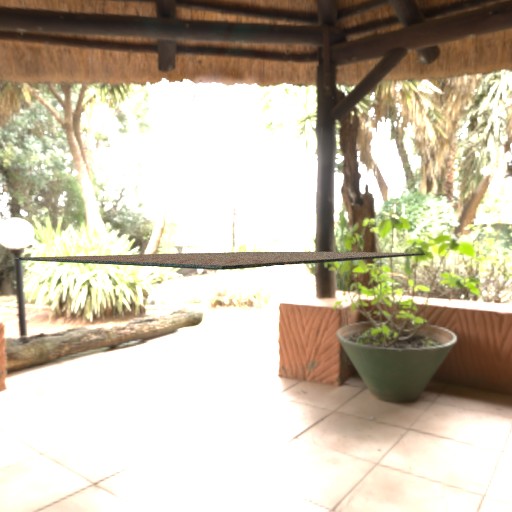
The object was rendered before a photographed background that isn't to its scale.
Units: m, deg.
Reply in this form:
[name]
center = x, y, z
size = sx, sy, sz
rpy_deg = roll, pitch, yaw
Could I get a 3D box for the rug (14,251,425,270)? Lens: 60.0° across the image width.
[rug]
center = 0.000, 0.000, 2.975
size = 1.524, 0.015, 2.438
rpy_deg = 1, 2, 37
